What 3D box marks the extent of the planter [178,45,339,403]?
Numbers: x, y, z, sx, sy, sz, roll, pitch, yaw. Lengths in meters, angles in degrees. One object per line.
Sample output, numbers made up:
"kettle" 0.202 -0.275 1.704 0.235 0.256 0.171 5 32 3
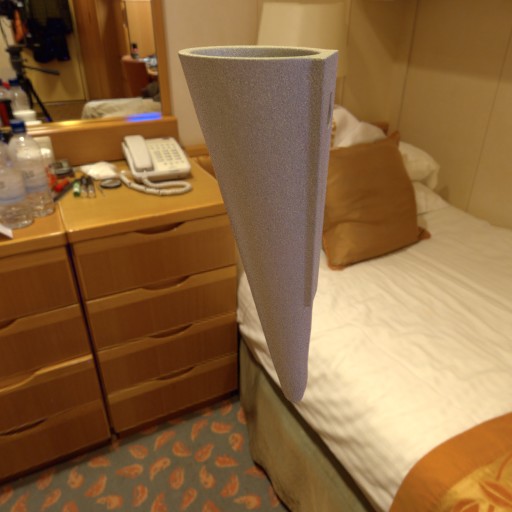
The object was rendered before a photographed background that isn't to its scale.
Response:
"planter" 0.000 0.000 0.227 0.064 0.191 0.057 9 30 15
